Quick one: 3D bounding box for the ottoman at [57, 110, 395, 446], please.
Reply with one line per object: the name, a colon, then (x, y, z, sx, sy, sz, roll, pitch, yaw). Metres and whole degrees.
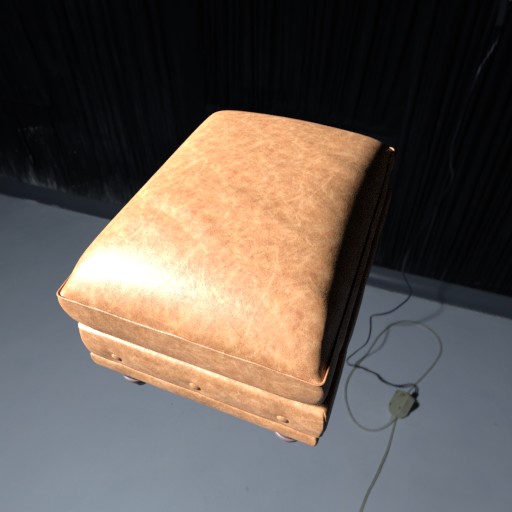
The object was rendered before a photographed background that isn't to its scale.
ottoman: (0.000, 0.000, 1.066, 0.533, 0.480, 0.710, 16, 48, 14)
